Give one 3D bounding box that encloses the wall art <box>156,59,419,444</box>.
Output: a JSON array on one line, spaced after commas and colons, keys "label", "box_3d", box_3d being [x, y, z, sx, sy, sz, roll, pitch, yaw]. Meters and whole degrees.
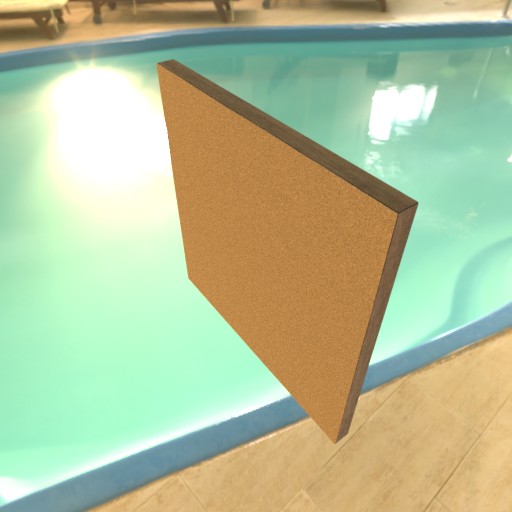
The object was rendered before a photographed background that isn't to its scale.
[{"label": "wall art", "box_3d": [0.000, 0.000, 1.124, 0.050, 0.751, 0.749, -27, 49, -26]}]
